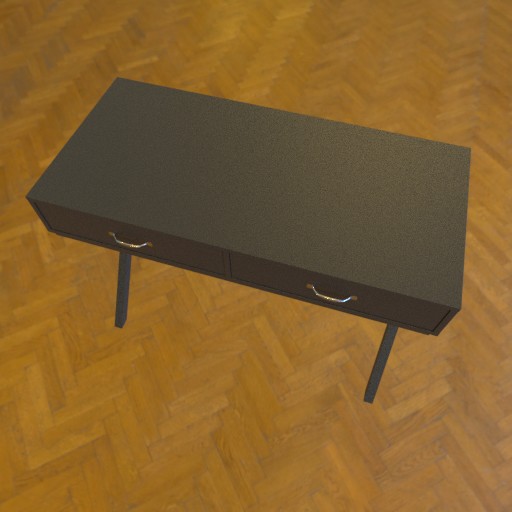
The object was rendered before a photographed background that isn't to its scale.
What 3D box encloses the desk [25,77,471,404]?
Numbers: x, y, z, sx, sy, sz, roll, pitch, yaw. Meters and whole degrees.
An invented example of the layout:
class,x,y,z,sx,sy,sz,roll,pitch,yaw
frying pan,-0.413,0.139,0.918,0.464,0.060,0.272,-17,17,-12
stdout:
class,x,y,z,sx,sy,sz,roll,pitch,yaw
desk,0.000,0.000,1.474,1.057,0.780,0.525,14,58,9
